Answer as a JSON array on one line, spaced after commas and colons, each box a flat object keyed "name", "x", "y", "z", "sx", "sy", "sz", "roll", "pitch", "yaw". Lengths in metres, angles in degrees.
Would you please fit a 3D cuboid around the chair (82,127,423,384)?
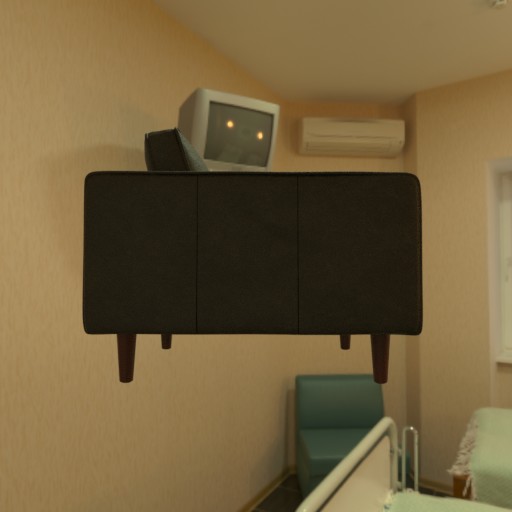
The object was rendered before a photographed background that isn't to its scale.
[{"name": "chair", "x": 0.000, "y": 0.000, "z": 1.590, "sx": 0.914, "sy": 0.763, "sz": 0.889, "roll": 0, "pitch": -2, "yaw": 1}]
